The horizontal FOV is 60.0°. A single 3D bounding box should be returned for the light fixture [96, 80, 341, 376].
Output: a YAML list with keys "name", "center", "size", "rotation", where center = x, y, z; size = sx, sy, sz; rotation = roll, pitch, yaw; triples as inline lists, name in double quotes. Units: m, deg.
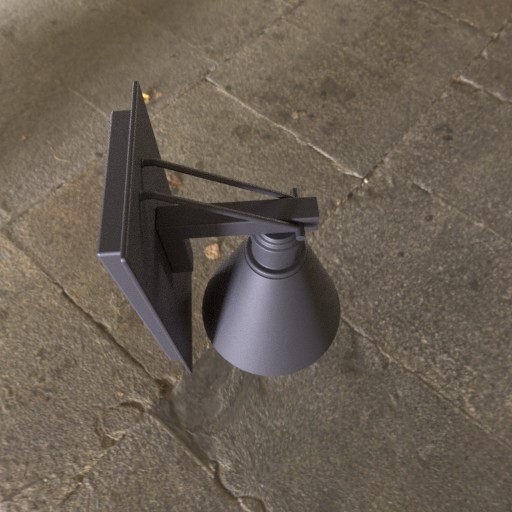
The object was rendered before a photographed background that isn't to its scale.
- name: "light fixture"
  center: [0.000, 0.000, 0.422]
  size: [0.207, 0.298, 0.170]
  rotation: [-4, 63, -2]
